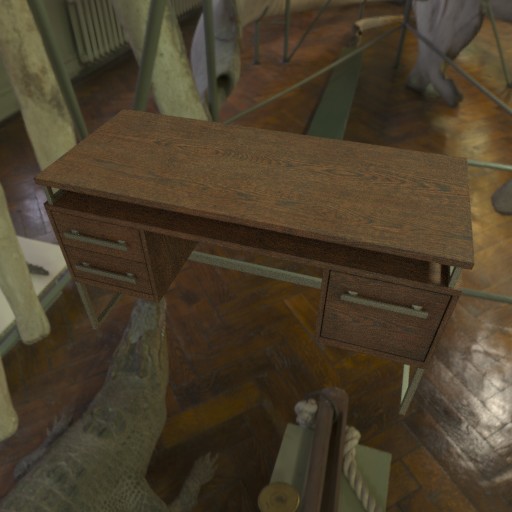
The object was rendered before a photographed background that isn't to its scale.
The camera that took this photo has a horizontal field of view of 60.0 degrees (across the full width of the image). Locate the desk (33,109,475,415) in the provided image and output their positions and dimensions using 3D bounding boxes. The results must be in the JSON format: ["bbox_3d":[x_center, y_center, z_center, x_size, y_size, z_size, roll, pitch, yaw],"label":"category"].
[{"bbox_3d":[0.000,0.000,1.782,1.384,0.792,0.610,12,43,13],"label":"desk"}]
